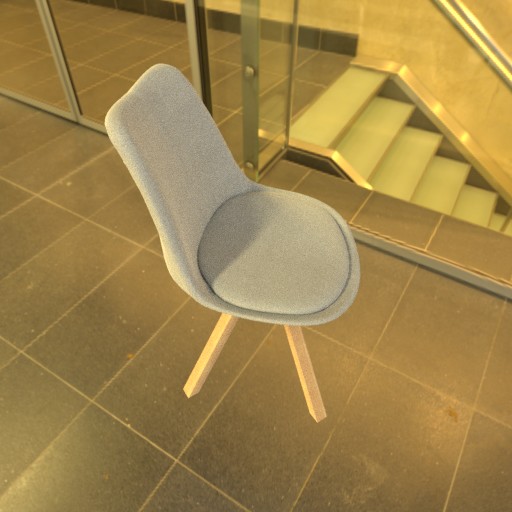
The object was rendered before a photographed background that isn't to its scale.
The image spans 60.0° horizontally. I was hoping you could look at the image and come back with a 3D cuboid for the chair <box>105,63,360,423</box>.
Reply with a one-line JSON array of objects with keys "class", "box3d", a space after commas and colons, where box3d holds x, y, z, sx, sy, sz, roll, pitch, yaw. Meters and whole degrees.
[{"class": "chair", "box3d": [0.000, 0.000, 1.169, 0.549, 0.863, 0.474, 9, 46, 9]}]
